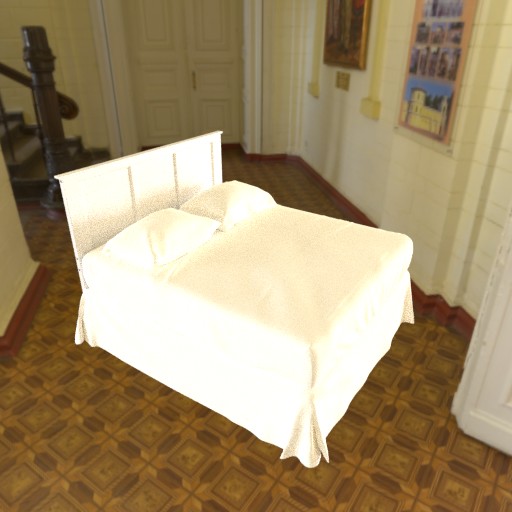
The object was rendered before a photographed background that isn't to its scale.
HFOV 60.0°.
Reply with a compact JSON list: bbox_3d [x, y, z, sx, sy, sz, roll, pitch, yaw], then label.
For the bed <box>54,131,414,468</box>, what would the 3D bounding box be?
[{"bbox_3d":[0.000,0.000,3.202,2.047,1.269,1.876,18,32,30],"label":"bed"}]
